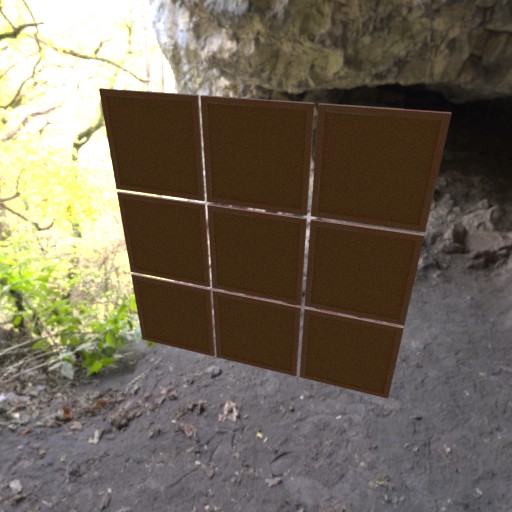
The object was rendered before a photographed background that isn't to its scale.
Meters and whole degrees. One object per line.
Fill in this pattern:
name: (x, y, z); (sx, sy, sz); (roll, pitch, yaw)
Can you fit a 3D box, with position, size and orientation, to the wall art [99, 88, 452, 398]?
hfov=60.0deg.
wall art: (0.000, 0.000, 2.231); (1.521, 1.519, 0.013); (10, 32, 16)
